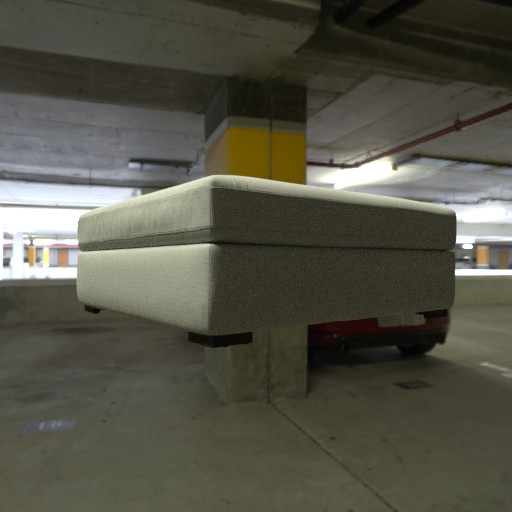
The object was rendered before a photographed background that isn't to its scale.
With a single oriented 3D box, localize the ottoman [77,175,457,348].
[{"bbox_3d":[0.000,0.000,1.844,1.167,0.482,1.163,1,-1,-37],"label":"ottoman"}]
